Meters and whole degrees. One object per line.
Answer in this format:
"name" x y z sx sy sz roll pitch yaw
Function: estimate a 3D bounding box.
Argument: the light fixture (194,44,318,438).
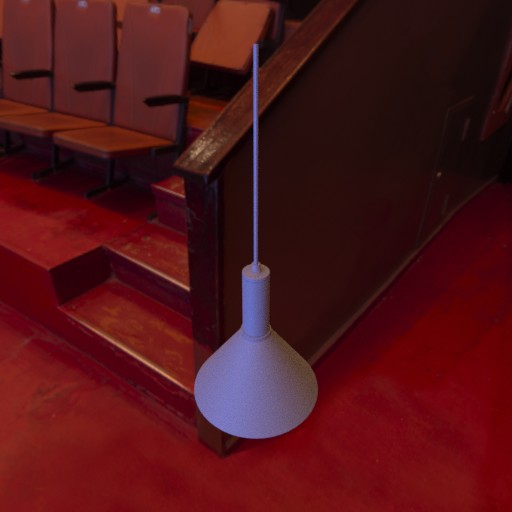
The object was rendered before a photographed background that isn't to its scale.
"light fixture" 0.000 0.000 0.786 0.267 0.683 0.267 22 38 30
